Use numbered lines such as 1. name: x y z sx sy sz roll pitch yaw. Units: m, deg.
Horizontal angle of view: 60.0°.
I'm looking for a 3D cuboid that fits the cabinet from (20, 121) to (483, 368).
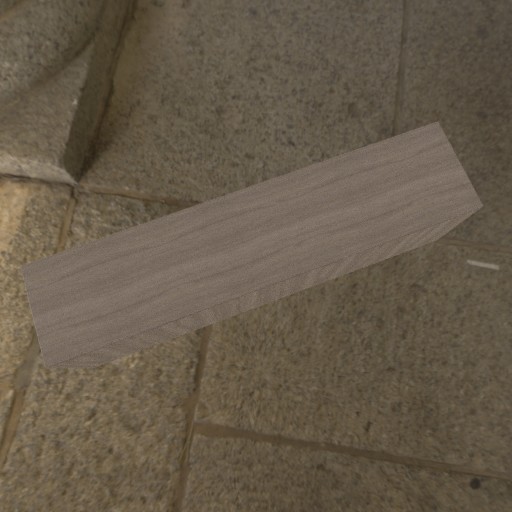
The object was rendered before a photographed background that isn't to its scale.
1. cabinet: 0.000 0.000 2.511 2.198 0.779 0.499 -20 76 -5
